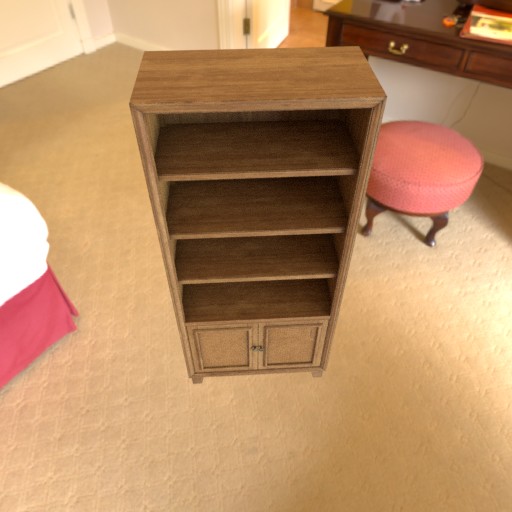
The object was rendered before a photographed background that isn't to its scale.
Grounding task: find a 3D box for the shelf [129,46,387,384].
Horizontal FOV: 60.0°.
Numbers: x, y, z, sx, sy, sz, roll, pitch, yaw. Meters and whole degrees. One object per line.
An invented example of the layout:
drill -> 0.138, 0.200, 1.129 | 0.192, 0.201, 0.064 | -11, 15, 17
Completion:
shelf -> 0.000, 0.000, 2.318 | 0.864, 1.930, 0.453 | -2, 46, -2
